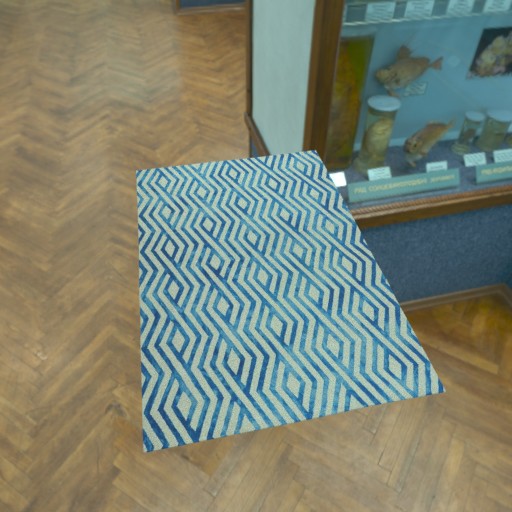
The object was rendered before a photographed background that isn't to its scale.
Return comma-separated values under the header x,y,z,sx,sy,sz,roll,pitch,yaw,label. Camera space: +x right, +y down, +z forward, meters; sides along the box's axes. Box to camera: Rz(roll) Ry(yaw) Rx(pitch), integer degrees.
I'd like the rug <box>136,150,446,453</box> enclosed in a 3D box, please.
x,y,z,sx,sy,sz,roll,pitch,yaw,label
0.000,0.000,2.353,1.225,0.008,1.830,-8,46,-8,rug
